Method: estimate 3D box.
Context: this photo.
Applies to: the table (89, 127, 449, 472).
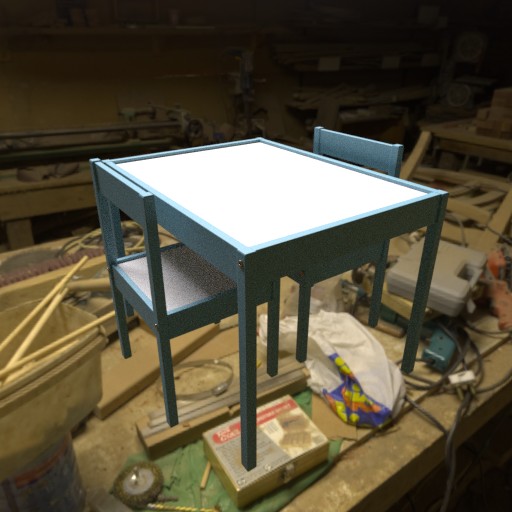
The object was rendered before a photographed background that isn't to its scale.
[{"bbox_3d":[0.000,0.000,1.071,0.633,0.503,0.639,-17,31,-31],"label":"table"}]
